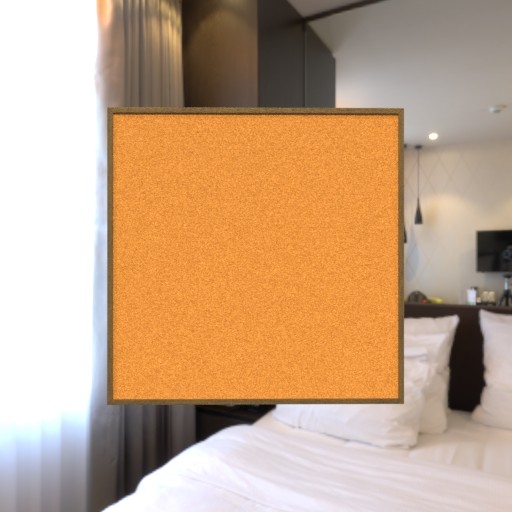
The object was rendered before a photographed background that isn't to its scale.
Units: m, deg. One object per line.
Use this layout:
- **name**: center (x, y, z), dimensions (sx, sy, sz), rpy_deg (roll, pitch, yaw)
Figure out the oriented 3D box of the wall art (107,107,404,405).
- **wall art**: center (0.000, 0.000, 0.776), dimensions (0.507, 0.507, 0.037), rpy_deg (0, 0, -1)
